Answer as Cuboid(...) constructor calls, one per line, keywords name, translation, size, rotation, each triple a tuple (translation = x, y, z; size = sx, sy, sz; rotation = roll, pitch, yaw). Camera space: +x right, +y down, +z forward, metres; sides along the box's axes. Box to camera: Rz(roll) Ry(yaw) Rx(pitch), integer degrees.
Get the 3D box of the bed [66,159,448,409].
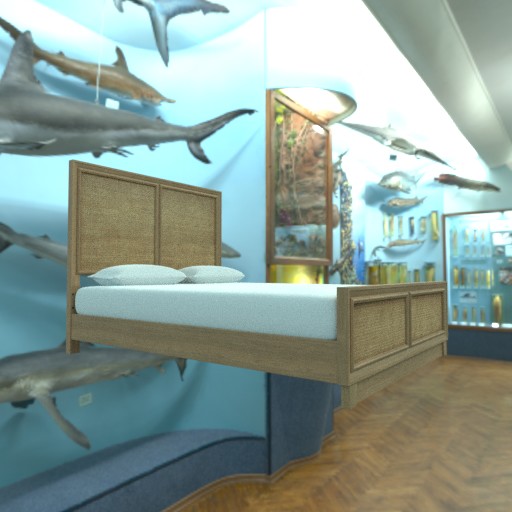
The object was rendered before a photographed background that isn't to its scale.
Cuboid(name="bed", translation=(0.000, 0.000, 3.167), size=(2.184, 1.387, 1.606), rotation=(-2, -3, 37))
